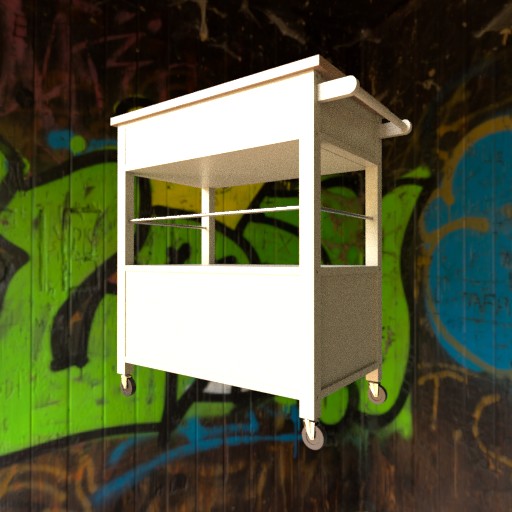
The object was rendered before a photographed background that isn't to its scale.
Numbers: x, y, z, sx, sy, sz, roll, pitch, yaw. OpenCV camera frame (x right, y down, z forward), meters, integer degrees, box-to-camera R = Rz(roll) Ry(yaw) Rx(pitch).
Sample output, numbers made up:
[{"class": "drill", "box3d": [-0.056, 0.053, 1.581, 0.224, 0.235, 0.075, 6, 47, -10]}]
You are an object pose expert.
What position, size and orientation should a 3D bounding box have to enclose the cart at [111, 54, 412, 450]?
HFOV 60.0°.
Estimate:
[{"class": "cart", "box3d": [0.000, 0.000, 1.380, 0.840, 0.901, 0.459, 0, -1, 36]}]
